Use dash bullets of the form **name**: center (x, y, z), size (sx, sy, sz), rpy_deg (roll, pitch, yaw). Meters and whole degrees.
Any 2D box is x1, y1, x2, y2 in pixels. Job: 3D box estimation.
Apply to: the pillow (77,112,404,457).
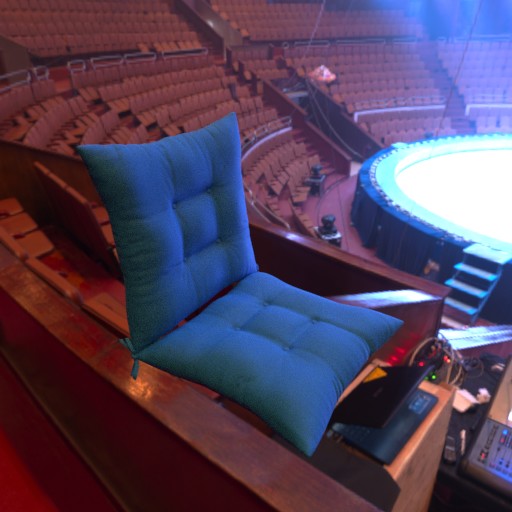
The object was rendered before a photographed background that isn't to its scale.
- **pillow**: center (0.000, 0.000, 1.018), size (0.585, 0.536, 0.541), rpy_deg (17, 31, 31)
